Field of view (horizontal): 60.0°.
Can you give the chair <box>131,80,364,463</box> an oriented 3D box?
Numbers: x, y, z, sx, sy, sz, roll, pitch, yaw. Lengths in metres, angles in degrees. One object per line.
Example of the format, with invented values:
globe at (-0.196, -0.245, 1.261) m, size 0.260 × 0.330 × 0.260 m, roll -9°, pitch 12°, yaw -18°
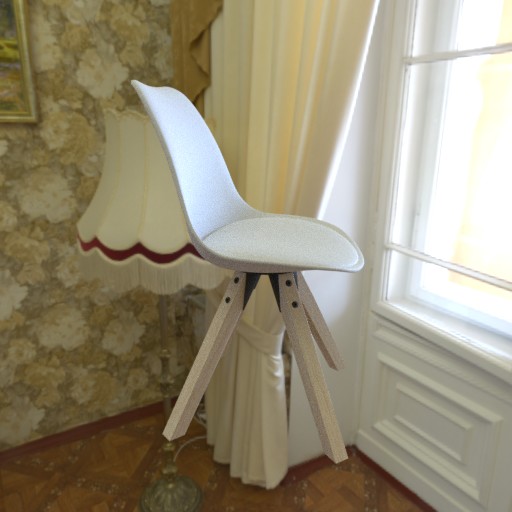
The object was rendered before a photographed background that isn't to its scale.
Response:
chair at (0.000, 0.000, 1.159) m, size 0.550 × 0.850 × 0.485 m, roll 3°, pitch 17°, yaw 10°
